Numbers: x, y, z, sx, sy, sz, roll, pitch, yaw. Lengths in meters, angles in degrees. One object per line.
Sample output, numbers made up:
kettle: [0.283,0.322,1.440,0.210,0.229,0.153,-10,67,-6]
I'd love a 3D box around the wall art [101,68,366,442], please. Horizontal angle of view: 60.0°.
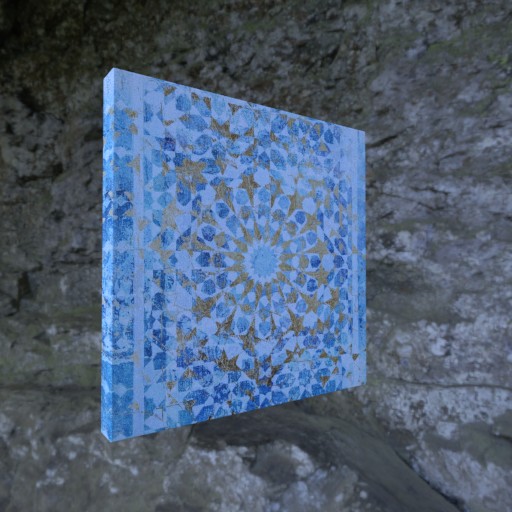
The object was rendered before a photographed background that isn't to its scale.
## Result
wall art: [0.000,0.000,0.609,0.405,0.405,0.037,1,-1,-35]
